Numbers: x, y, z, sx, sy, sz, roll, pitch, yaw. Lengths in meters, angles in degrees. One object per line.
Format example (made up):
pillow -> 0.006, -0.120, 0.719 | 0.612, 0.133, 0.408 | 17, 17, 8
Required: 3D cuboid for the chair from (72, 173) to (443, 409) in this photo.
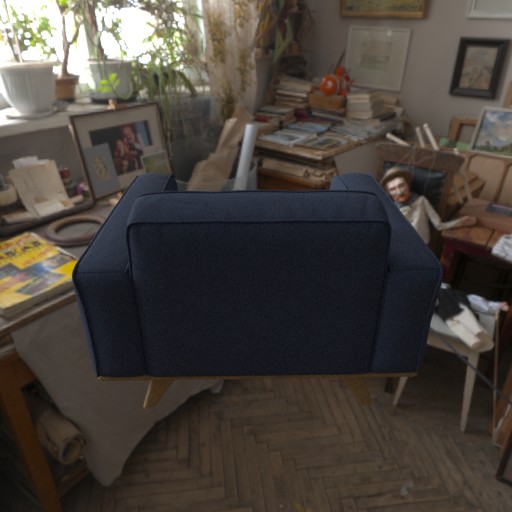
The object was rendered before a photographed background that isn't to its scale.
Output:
chair -> 0.000, 0.000, 1.758 | 1.118, 0.783, 0.953 | -1, 29, -1
